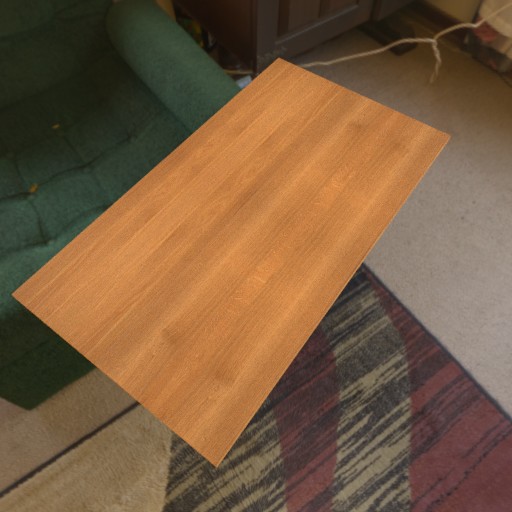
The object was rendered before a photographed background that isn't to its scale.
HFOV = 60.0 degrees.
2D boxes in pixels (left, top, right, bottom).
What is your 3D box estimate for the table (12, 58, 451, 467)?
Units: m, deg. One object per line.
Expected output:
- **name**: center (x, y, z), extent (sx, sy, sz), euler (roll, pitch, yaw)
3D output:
- **table**: center (0.000, 0.000, 2.031), extent (0.900, 0.750, 1.600), euler (32, 64, 18)
